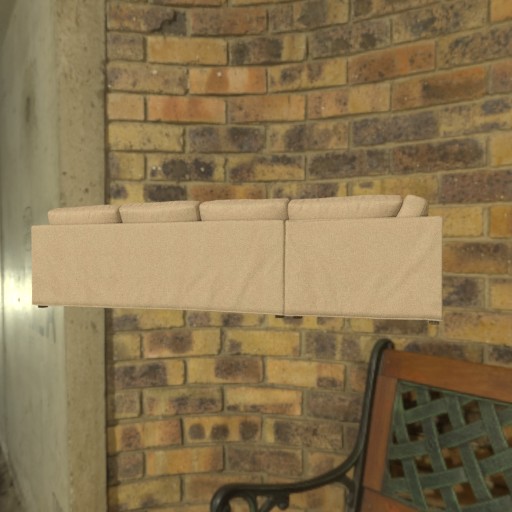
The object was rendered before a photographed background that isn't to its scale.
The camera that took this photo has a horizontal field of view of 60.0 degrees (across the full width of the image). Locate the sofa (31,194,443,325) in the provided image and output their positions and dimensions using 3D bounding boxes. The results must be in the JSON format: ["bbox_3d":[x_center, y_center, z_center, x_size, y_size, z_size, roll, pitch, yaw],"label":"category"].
[{"bbox_3d":[0.000,0.000,4.367,3.182,0.871,2.432,0,0,17],"label":"sofa"}]
